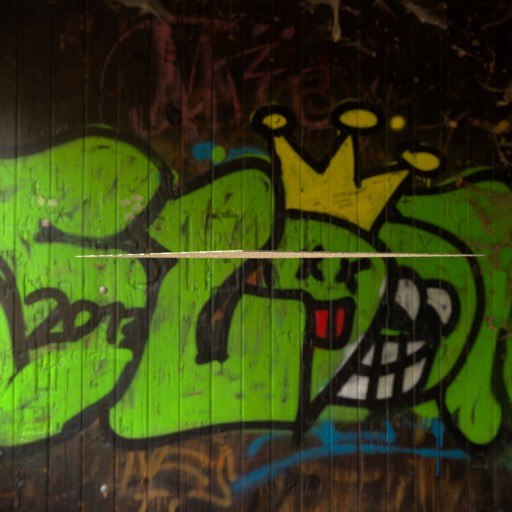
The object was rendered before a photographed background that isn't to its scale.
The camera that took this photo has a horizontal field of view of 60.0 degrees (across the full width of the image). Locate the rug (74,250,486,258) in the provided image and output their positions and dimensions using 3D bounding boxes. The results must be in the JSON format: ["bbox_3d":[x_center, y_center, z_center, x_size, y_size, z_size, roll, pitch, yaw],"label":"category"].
[{"bbox_3d":[0.000,0.000,4.112,2.436,0.007,3.045,1,-1,-37],"label":"rug"}]
